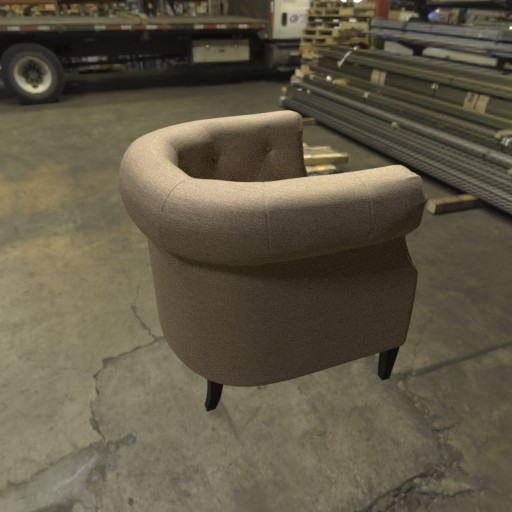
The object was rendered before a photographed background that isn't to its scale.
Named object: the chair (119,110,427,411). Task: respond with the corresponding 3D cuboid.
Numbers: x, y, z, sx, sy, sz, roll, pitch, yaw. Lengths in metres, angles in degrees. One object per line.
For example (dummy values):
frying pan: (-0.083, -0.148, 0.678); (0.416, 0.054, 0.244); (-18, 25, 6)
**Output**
chair: (0.000, 0.000, 1.591); (0.852, 0.827, 0.905); (-12, 33, -18)
